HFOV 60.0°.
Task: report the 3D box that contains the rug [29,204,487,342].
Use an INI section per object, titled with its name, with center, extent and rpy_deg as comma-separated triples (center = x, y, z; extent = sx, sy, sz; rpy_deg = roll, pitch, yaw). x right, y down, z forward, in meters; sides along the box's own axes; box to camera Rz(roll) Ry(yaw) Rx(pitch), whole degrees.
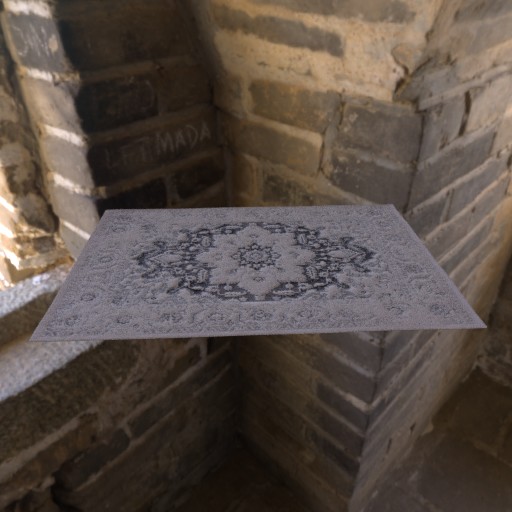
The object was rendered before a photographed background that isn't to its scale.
[rug]
center = 0.000, 0.000, 2.267
extent = 1.813, 0.008, 1.223
rpy_deg = -1, 31, -2
